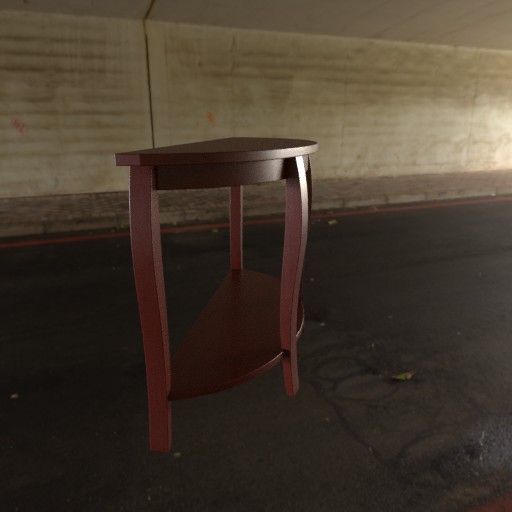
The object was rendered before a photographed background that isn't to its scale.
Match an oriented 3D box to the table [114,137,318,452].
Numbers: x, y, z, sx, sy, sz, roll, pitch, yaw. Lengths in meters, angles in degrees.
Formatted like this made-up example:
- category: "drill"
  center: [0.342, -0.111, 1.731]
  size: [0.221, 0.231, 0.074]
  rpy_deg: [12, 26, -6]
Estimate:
- category: "table"
  center: [0.000, 0.000, 1.571]
  size: [0.405, 0.779, 1.219]
  rpy_deg: [2, 17, 8]
